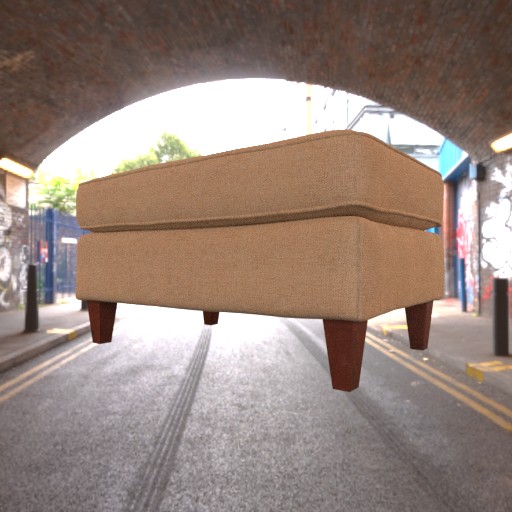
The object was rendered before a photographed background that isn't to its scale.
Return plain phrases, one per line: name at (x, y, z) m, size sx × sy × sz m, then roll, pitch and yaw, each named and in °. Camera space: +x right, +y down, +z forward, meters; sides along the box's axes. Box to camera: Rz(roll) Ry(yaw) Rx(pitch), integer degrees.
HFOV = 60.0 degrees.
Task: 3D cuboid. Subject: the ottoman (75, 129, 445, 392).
ottoman at (0.000, 0.000, 1.199) m, size 0.862 × 0.484 × 0.583 m, roll 0°, pitch -1°, yaw 37°
